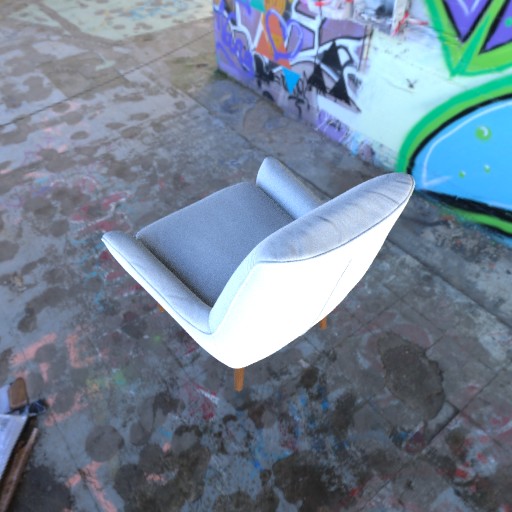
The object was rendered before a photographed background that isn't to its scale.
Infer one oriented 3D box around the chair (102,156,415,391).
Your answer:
[{"bbox_3d":[0.000,0.000,1.541,0.787,0.888,0.822,-30,54,-25],"label":"chair"}]
